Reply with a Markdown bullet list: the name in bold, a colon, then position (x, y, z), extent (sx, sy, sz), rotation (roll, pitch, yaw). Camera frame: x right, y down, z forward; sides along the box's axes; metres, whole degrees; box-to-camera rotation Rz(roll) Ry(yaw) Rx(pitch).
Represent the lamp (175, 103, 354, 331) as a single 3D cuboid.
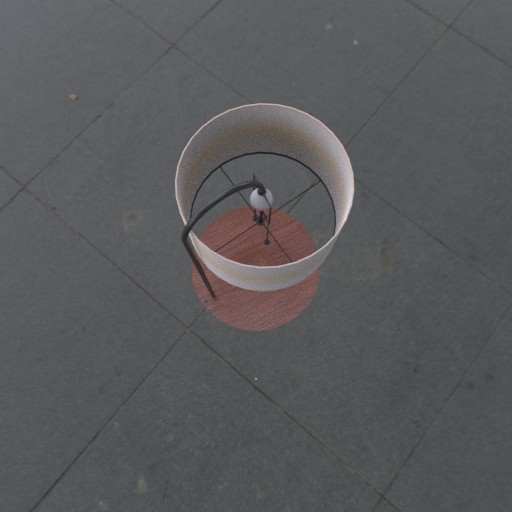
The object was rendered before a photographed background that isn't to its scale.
- **lamp**: position (0.000, 0.000, 1.807), extent (0.573, 1.517, 0.573), rotation (0, 75, 0)
